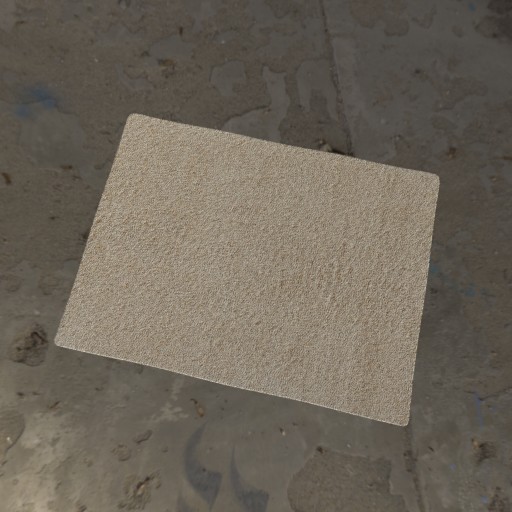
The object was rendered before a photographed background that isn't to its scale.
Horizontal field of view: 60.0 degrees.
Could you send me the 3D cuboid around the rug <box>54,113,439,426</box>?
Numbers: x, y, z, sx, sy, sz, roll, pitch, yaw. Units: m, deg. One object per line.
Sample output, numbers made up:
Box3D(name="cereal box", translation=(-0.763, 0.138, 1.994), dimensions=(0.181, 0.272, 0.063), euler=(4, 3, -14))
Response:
Box3D(name="rug", translation=(0.000, 0.000, 2.096), dimensions=(1.600, 0.027, 1.200), euler=(12, 76, 3))
